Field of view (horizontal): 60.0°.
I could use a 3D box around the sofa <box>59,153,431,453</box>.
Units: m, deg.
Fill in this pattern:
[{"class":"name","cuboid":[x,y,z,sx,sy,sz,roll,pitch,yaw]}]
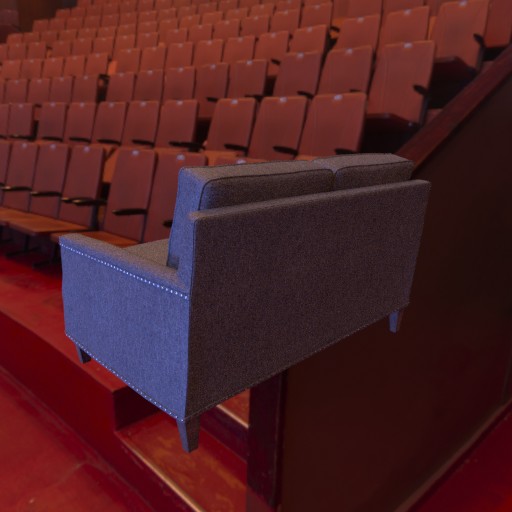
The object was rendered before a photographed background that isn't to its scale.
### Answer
[{"class":"sofa","cuboid":[0.000,0.000,2.233,1.597,1.003,1.084,-14,21,-42]}]
